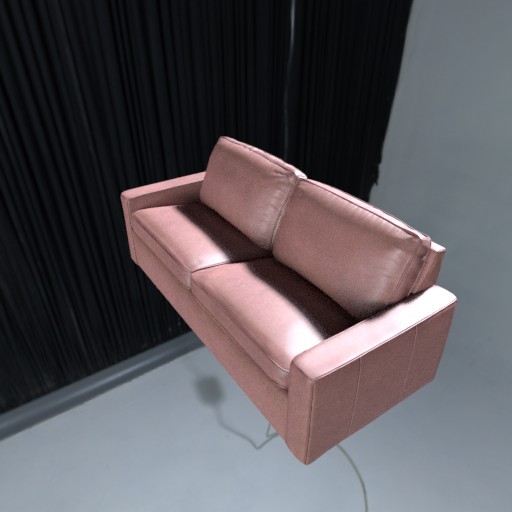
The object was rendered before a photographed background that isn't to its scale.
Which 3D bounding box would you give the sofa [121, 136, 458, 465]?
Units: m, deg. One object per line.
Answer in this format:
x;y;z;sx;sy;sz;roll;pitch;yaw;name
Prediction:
0.000;0.000;2.626;0.940;0.919;2.080;-20;37;-28;sofa
